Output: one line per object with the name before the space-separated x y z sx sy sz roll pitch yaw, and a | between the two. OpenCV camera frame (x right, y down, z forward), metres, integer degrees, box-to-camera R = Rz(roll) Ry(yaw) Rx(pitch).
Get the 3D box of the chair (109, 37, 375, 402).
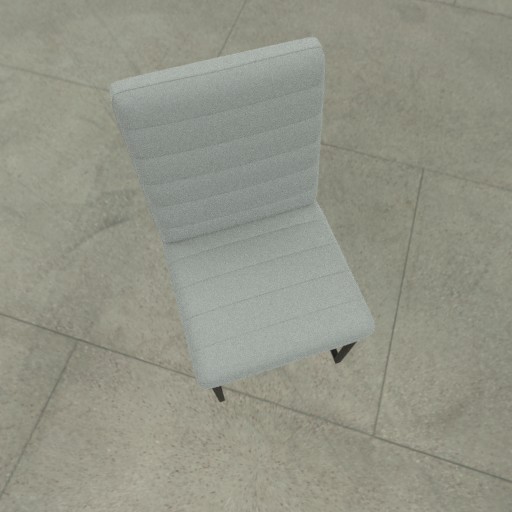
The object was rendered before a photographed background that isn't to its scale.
chair | 0.000 0.000 1.309 0.520 0.930 0.634 -16 66 -8
